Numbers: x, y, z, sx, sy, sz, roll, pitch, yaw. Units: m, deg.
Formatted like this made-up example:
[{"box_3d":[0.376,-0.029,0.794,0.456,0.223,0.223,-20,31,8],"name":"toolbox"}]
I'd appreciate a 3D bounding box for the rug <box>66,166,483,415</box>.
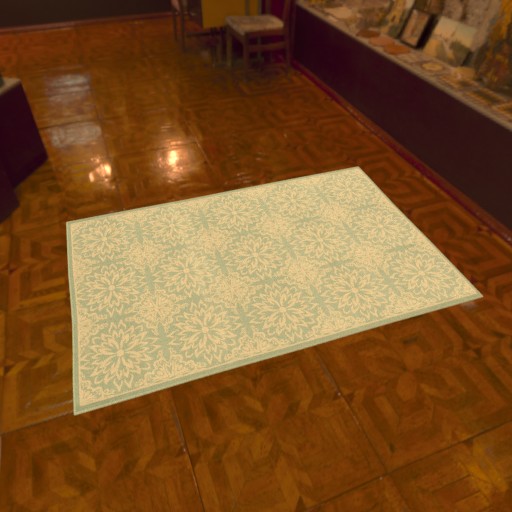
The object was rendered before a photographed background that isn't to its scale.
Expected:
[{"box_3d":[0.000,0.000,3.410,2.746,0.018,1.819,-13,44,-14],"name":"rug"}]
